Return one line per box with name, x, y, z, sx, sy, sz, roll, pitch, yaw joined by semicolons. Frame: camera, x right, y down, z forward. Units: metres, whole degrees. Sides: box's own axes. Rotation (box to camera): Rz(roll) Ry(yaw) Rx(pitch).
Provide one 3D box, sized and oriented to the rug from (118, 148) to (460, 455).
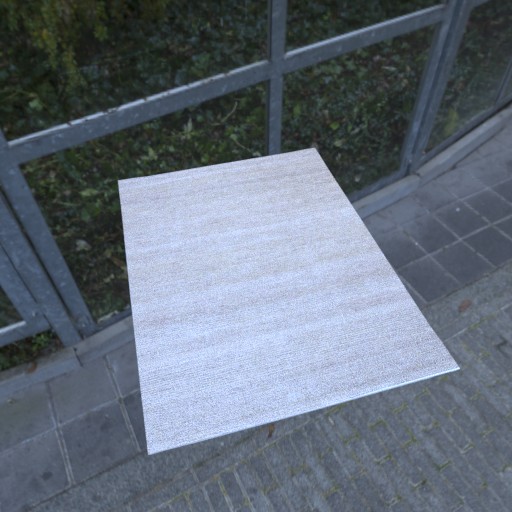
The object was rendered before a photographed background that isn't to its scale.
rug;0.000;0.000;4.352;2.467;0.046;3.245;-11;48;-11
